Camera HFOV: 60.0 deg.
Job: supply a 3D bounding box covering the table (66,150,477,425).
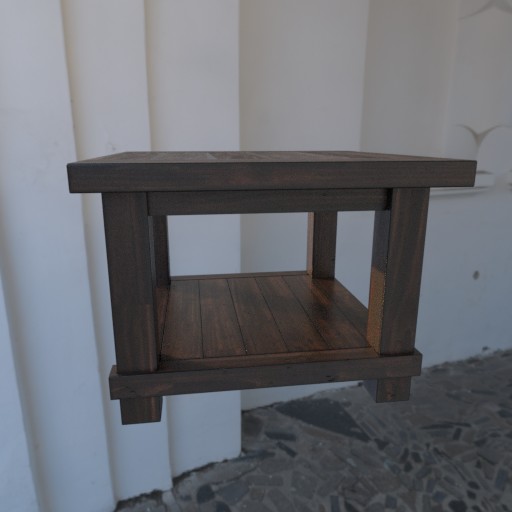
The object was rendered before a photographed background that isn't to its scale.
[{"bbox_3d":[0.000,0.000,0.981,0.606,0.437,0.593,-2,15,-8],"label":"table"}]
